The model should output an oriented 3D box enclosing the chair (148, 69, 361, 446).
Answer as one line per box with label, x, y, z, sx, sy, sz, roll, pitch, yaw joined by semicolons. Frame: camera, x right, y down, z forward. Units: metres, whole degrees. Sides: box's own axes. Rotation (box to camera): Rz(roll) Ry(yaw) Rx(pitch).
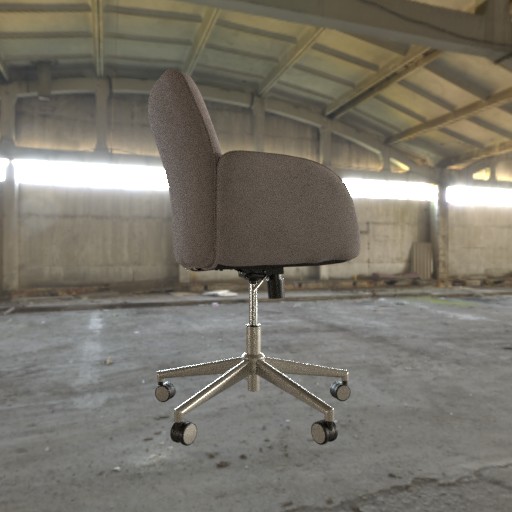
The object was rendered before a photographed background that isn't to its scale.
chair;0.000;0.000;1.388;0.654;0.959;0.648;0;0;-19
